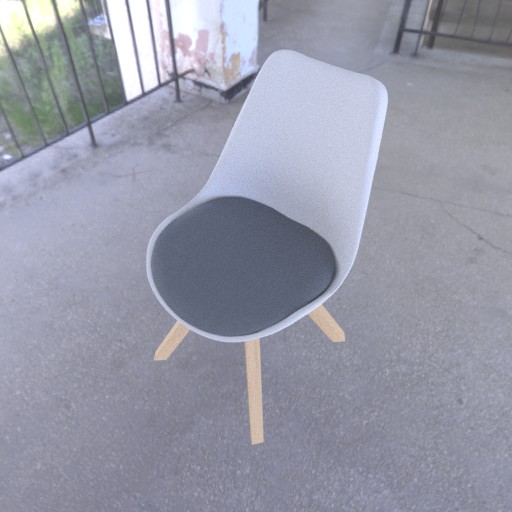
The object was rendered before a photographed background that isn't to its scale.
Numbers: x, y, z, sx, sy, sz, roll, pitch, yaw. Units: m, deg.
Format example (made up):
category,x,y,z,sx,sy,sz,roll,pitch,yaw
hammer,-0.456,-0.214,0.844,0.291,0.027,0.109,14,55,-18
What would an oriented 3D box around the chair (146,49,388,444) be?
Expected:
category,x,y,z,sx,sy,sz,roll,pitch,yaw
chair,0.000,0.000,1.168,0.485,0.850,0.550,31,55,26
